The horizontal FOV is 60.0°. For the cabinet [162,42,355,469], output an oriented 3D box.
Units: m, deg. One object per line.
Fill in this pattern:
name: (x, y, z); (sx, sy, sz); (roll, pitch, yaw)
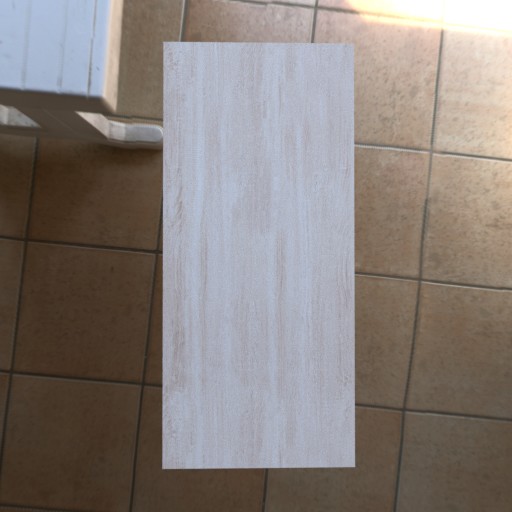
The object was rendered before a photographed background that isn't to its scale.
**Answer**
cabinet: (0.000, 0.000, 1.546); (0.500, 0.780, 1.110); (0, 89, -1)
